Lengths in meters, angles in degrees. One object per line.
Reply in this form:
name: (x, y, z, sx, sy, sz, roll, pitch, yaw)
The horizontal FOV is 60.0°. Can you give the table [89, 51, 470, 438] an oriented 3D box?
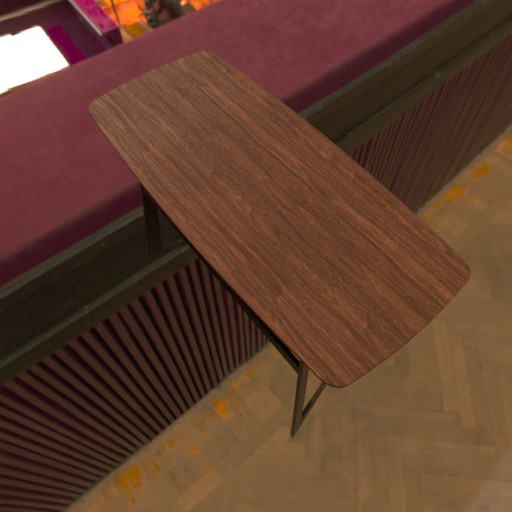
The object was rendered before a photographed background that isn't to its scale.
table: (0.000, 0.000, 1.095, 0.361, 0.576, 0.804, -34, 64, -19)
